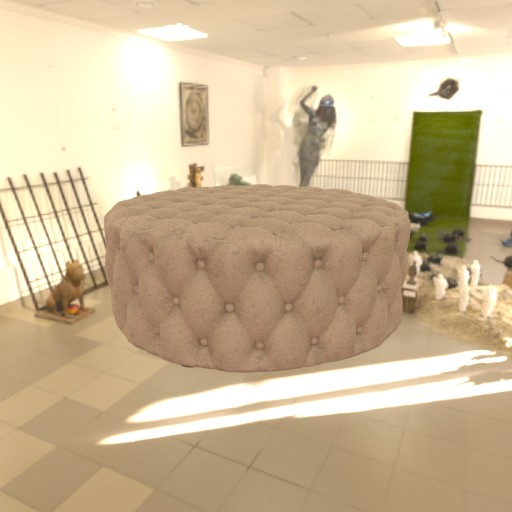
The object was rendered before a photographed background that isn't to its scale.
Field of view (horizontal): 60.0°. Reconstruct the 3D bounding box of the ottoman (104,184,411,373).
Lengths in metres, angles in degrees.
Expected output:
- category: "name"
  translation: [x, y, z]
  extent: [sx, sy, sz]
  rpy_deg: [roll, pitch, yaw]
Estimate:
- category: "ottoman"
  translation: [0.000, 0.000, 1.536]
  extent: [0.998, 0.399, 0.998]
  rpy_deg: [0, 17, 0]
